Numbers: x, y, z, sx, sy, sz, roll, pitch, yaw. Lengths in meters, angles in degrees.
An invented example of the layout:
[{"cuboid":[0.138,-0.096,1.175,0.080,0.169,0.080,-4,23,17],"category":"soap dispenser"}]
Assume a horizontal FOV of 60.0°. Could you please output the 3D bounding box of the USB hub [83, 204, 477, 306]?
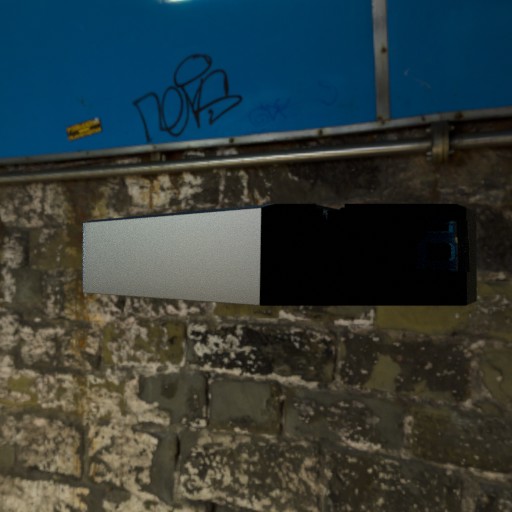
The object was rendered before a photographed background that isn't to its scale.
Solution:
[{"cuboid":[0.000,0.000,0.128,0.110,0.023,0.044,0,-1,36],"category":"USB hub"}]
